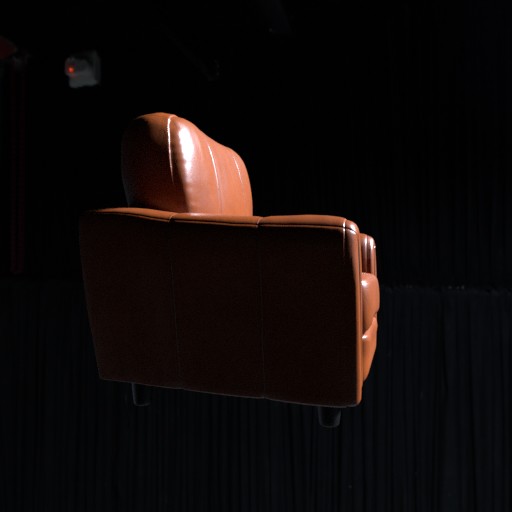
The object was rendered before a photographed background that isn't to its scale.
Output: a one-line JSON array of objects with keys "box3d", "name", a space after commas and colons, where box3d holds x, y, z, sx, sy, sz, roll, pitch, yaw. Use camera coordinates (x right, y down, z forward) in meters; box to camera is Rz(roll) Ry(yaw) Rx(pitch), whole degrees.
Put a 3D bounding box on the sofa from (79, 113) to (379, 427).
[{"box3d": [0.000, 0.000, 1.502, 0.789, 0.876, 0.836, 0, -1, 18], "name": "sofa"}]
